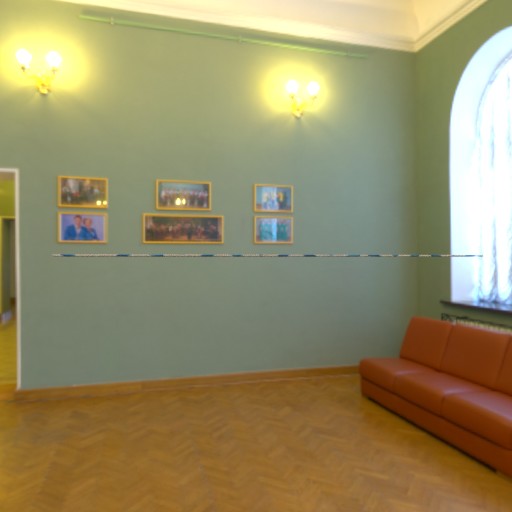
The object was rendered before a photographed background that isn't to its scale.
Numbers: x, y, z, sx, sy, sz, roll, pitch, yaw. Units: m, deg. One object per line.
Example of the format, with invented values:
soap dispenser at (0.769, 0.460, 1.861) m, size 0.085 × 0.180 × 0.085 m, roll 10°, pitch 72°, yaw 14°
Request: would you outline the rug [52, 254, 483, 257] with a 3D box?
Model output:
rug at (0.000, 0.000, 2.362) m, size 1.830 × 0.008 × 1.225 m, roll 0°, pitch 0°, yaw -17°
